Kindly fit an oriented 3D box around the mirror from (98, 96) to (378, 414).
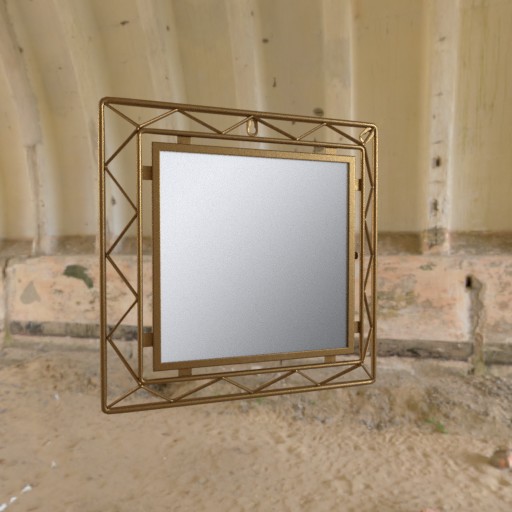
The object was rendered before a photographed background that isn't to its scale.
[{"bbox_3d":[0.000,0.000,0.622,0.416,0.414,0.046,-1,2,-18],"label":"mirror"}]
